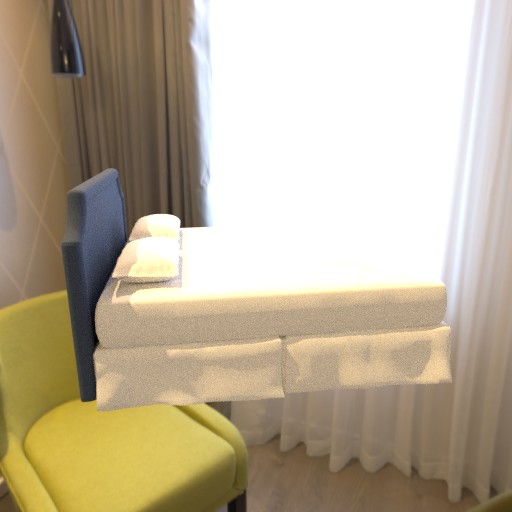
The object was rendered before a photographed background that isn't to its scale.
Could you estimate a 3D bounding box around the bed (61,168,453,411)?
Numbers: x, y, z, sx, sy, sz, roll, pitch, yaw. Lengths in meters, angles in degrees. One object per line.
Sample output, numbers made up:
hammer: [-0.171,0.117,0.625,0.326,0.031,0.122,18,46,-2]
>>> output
bed: [0.000,0.000,4.082,2.773,1.488,2.350,-3,17,-9]
